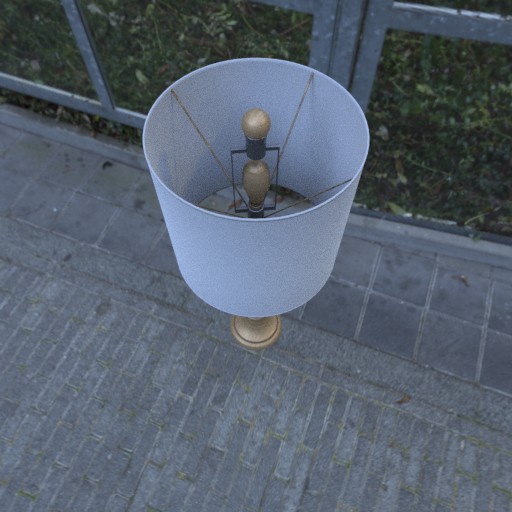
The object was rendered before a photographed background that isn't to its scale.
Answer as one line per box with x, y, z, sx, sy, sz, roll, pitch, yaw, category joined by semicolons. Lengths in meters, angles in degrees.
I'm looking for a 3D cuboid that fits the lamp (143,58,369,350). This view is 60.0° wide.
0.000;0.000;0.729;0.250;0.597;0.250;31;64;17;lamp
